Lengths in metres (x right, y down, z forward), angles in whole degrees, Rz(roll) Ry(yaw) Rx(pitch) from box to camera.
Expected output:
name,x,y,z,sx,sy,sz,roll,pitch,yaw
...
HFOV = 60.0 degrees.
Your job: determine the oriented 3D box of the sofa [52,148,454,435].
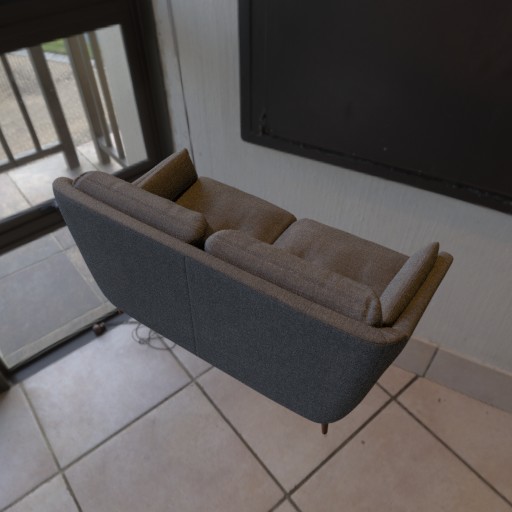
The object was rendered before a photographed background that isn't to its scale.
name,x,y,z,sx,sy,sz,roll,pitch,yaw
sofa,0.000,0.000,2.171,1.646,0.887,0.976,24,50,22
